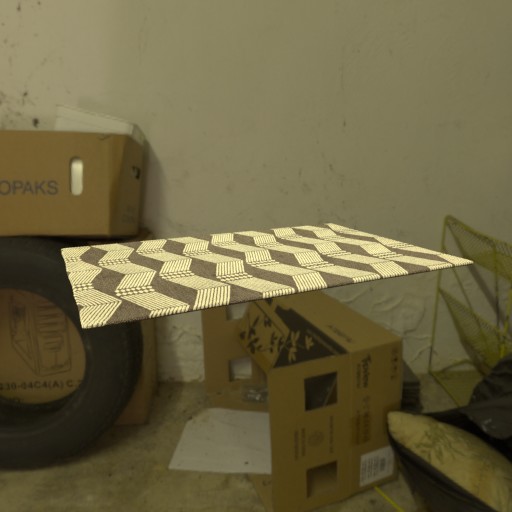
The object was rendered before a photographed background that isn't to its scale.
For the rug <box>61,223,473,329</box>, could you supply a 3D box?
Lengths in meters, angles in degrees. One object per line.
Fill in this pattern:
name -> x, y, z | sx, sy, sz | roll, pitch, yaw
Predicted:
rug -> 0.000, 0.000, 2.339 | 1.833, 0.016, 1.210 | -7, 16, -25
